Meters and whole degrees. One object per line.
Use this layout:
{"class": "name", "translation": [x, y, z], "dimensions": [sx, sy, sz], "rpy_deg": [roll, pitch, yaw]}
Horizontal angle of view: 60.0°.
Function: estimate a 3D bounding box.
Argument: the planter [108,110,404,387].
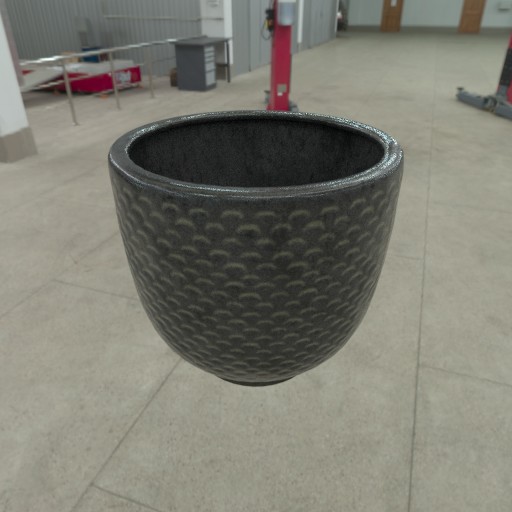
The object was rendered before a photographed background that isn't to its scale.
{"class": "planter", "translation": [0.000, 0.000, 0.304], "dimensions": [0.172, 0.160, 0.172], "rpy_deg": [0, 30, 0]}
